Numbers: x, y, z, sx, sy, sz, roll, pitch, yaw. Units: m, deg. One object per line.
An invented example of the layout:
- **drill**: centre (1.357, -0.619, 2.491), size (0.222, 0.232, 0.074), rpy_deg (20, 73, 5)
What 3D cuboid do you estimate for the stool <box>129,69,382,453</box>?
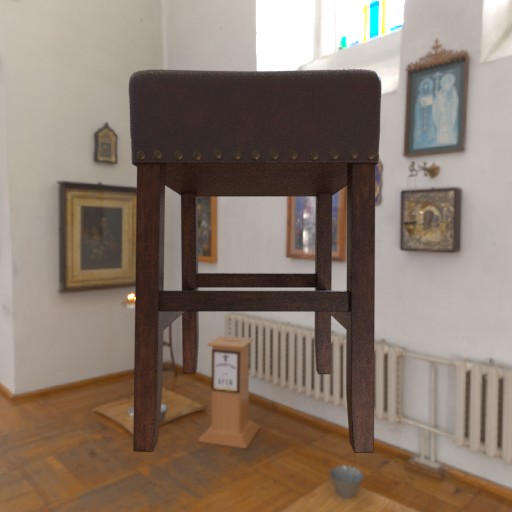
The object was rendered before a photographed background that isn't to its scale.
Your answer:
- **stool**: centre (0.000, 0.000, 0.918), size (0.397, 0.608, 0.465), rpy_deg (0, 1, 0)
